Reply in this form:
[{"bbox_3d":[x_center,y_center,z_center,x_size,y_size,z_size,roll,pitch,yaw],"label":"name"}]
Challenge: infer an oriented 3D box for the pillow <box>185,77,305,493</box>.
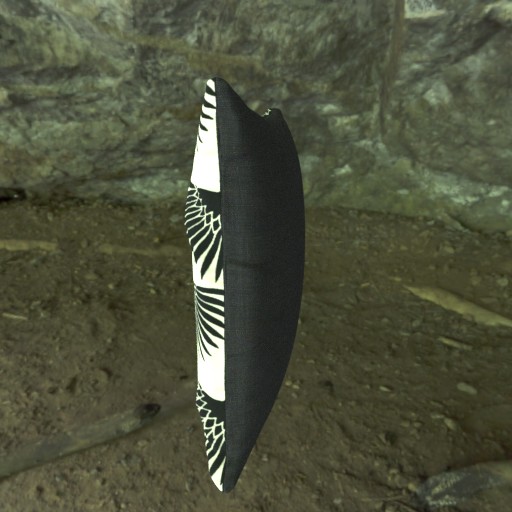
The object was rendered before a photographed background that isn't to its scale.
[{"bbox_3d":[0.000,0.000,0.640,0.139,0.432,0.432,2,15,9],"label":"pillow"}]
